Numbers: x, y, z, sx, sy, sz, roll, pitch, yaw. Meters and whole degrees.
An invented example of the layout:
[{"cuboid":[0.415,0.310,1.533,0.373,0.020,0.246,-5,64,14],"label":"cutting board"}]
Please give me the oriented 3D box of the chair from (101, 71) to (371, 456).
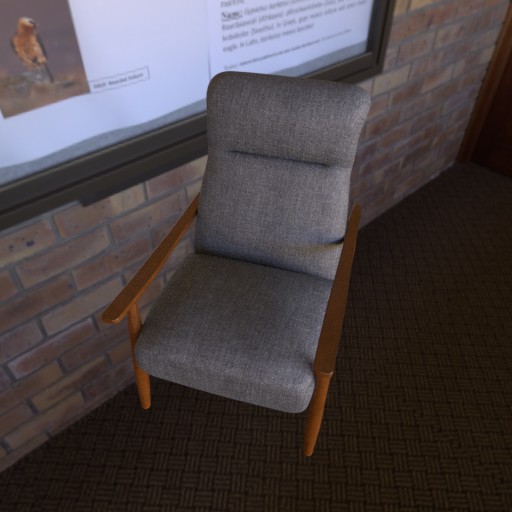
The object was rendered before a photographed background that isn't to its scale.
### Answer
[{"cuboid":[0.000,0.000,1.779,0.762,1.082,1.030,11,44,12],"label":"chair"}]
